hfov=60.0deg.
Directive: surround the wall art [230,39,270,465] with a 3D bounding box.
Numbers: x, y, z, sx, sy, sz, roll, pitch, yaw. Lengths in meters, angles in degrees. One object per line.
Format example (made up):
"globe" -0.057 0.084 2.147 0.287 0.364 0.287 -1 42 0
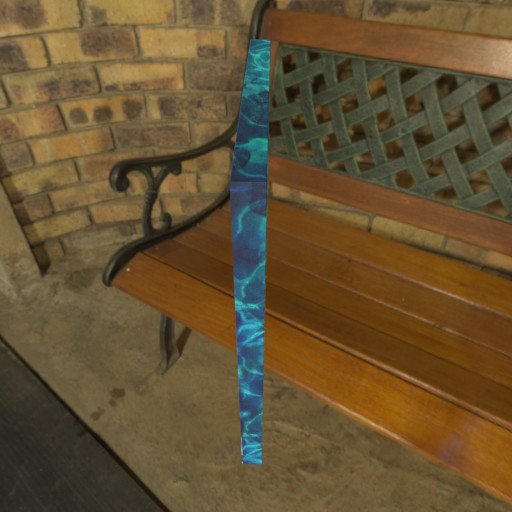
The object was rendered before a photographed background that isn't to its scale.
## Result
"wall art" 0.000 0.000 0.848 0.038 0.635 0.508 1 41 1
